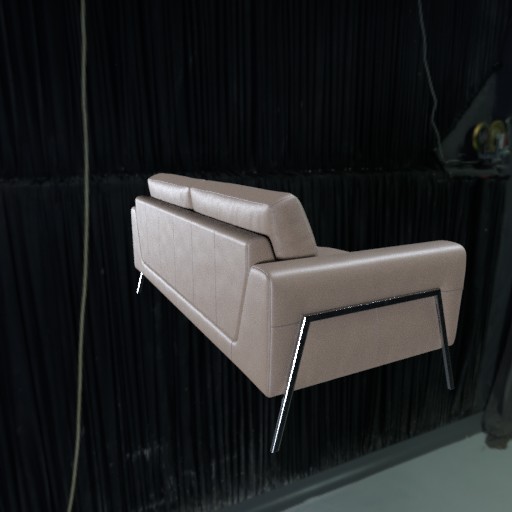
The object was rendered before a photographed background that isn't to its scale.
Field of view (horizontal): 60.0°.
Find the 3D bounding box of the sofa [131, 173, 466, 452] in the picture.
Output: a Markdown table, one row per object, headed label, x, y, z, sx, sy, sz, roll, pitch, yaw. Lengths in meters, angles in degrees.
| label | x | y | z | sx | sy | sz | roll | pitch | yaw |
| --- | --- | --- | --- | --- | --- | --- | --- | --- | --- |
| sofa | 0.000 | 0.000 | 2.512 | 0.953 | 0.875 | 2.017 | -7 | 15 | -27 |
